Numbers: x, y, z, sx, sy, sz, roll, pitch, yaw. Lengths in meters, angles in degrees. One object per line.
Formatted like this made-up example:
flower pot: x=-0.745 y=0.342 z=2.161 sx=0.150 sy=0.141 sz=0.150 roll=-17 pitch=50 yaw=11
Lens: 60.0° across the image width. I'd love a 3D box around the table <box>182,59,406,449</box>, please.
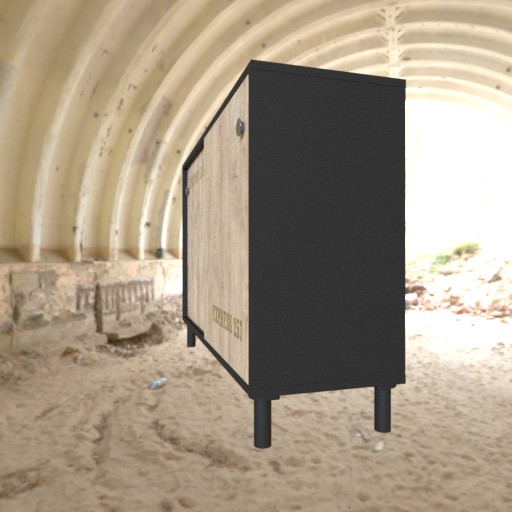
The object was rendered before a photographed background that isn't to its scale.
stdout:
table: x=0.000 y=0.000 z=1.588 sx=0.400 sy=0.855 sz=1.200 roll=0 pitch=0 yaw=-16
